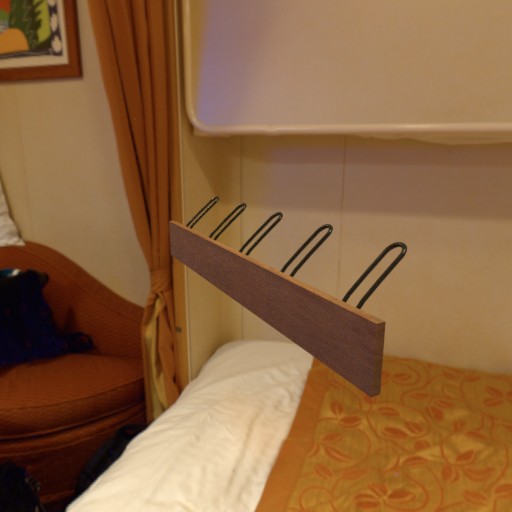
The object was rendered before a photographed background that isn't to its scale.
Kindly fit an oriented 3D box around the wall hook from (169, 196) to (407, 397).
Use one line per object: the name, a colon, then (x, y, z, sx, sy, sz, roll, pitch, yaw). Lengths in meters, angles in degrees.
wall hook: (0.000, 0.000, 0.604, 0.076, 0.116, 0.554, -7, 15, -27)
